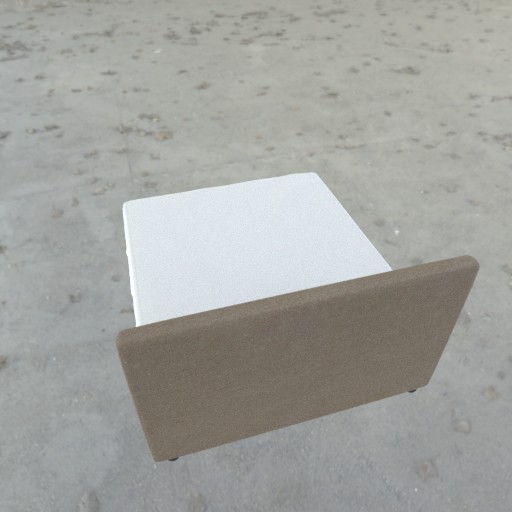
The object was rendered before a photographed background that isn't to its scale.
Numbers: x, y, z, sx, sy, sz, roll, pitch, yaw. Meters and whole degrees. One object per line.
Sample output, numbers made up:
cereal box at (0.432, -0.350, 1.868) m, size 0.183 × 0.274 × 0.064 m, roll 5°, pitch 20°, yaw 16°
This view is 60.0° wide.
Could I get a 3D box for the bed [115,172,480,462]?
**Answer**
bed at (0.000, 0.000, 3.555) m, size 2.119 × 1.317 × 2.341 m, roll -11°, pitch 42°, yaw -12°
